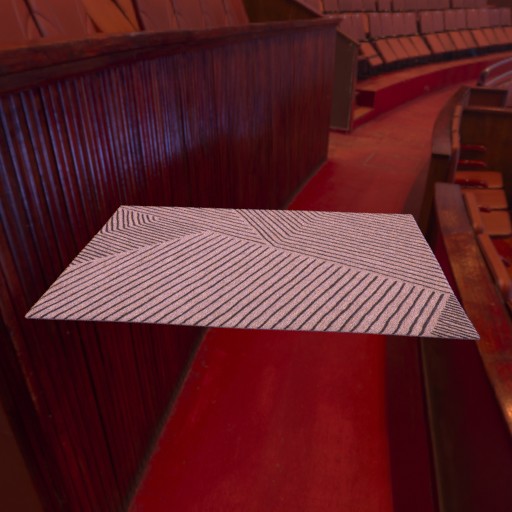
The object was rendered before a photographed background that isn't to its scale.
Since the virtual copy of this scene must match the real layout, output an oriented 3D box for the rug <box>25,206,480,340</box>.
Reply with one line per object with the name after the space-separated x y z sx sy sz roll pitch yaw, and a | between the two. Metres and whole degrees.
0.000 0.000 2.989 2.406 0.023 1.539 2 30 4 | rug
